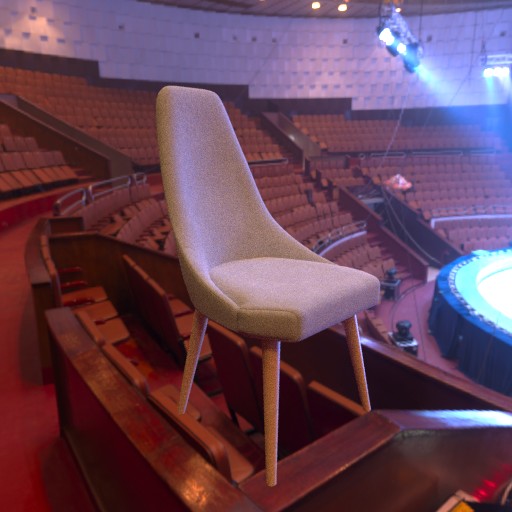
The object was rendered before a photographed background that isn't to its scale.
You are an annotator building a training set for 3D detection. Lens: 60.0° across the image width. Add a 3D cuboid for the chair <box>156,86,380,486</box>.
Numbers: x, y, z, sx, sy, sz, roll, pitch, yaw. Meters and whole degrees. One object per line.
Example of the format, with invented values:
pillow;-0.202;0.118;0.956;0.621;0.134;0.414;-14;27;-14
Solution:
chair;0.000;0.000;1.377;0.660;1.040;0.510;13;19;43
